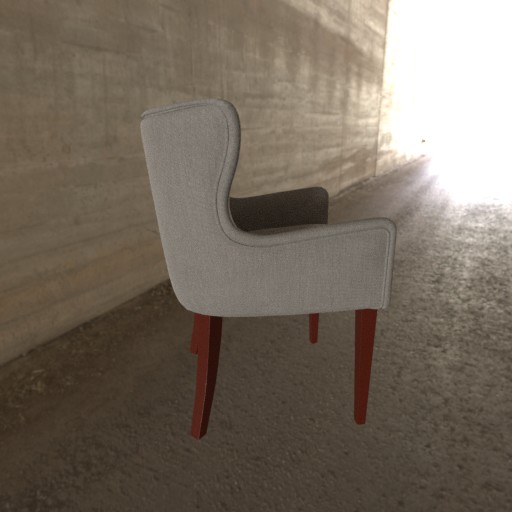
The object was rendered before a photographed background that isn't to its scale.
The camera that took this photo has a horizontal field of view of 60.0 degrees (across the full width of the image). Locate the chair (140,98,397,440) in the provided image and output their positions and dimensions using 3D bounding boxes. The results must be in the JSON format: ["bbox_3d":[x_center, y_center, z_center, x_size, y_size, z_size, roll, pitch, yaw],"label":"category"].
[{"bbox_3d":[0.000,0.000,1.456,0.677,0.948,0.732,-2,17,-8],"label":"chair"}]
